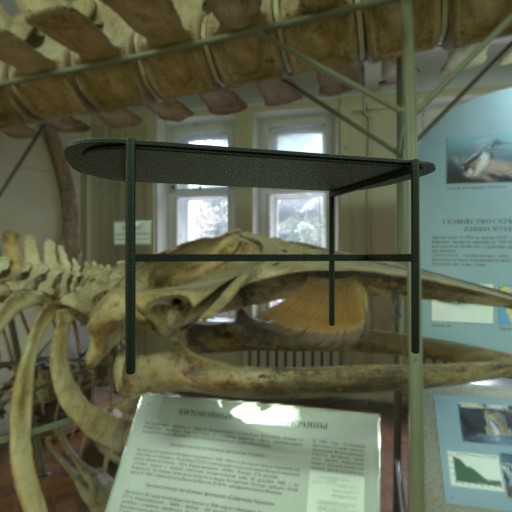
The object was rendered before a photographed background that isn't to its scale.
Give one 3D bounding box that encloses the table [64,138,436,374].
[{"bbox_3d":[0.000,0.000,1.015,0.800,0.400,0.400,0,0,-17],"label":"table"}]
